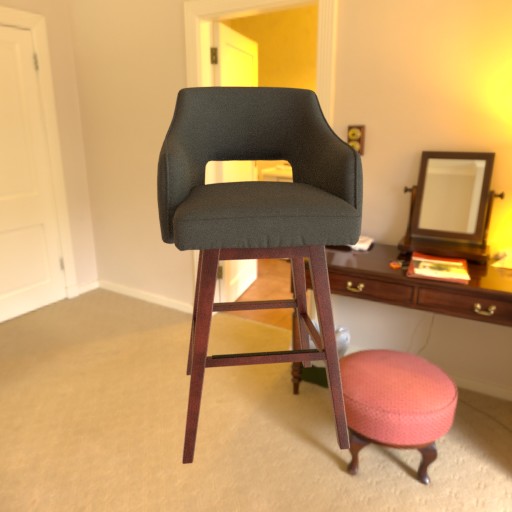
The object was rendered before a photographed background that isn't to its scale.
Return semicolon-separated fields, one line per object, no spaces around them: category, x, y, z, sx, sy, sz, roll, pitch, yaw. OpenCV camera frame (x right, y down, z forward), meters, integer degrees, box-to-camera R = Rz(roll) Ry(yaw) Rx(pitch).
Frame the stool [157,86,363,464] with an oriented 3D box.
stool;0.000;0.000;1.357;0.548;1.012;0.558;-2;17;-7
